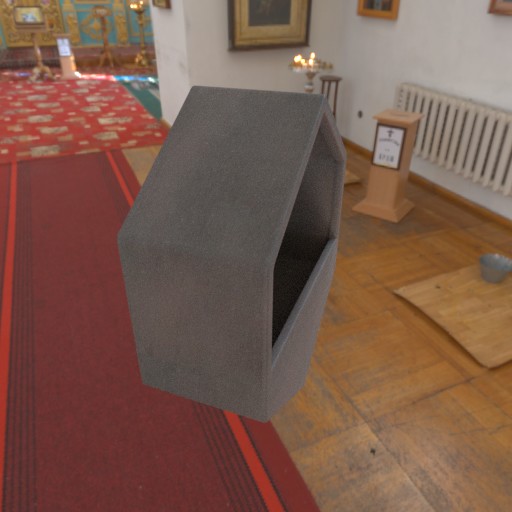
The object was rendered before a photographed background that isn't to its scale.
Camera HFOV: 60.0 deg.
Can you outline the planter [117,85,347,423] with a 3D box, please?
[{"bbox_3d":[0.000,0.000,0.290,0.077,0.206,0.169,11,32,18],"label":"planter"}]
